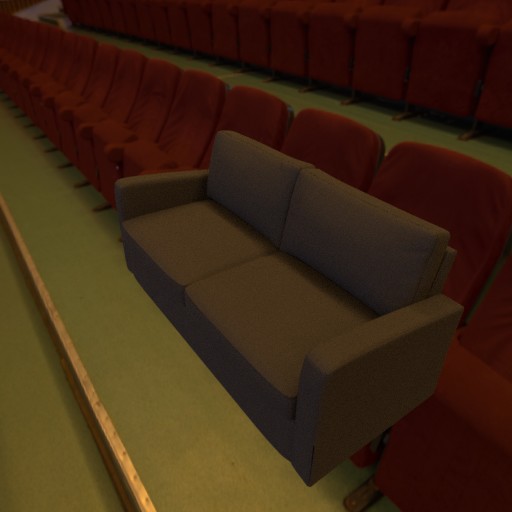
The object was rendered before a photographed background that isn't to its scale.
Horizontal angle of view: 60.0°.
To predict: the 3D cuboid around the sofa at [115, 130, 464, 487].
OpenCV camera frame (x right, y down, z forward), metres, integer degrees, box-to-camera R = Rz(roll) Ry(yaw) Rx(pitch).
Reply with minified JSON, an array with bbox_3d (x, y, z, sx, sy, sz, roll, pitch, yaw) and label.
[{"bbox_3d":[0.000,0.000,2.301,0.898,0.839,1.852,-21,38,-29],"label":"sofa"}]
